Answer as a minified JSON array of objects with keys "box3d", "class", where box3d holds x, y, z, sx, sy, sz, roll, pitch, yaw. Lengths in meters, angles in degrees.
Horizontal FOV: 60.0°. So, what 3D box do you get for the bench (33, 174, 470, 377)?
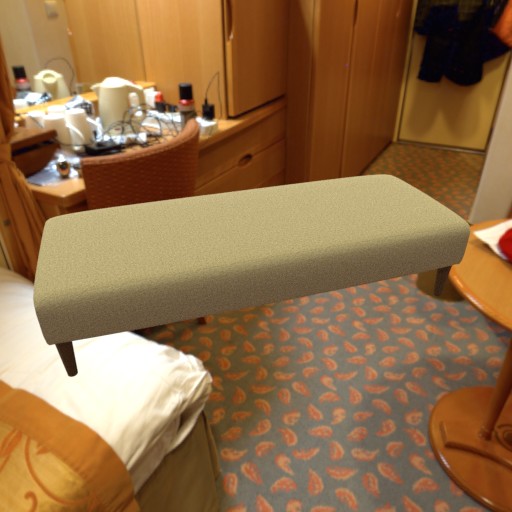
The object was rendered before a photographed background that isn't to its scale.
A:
[{"box3d":[0.000,0.000,1.844,1.598,0.383,0.631,-10,33,-15],"class":"bench"}]
